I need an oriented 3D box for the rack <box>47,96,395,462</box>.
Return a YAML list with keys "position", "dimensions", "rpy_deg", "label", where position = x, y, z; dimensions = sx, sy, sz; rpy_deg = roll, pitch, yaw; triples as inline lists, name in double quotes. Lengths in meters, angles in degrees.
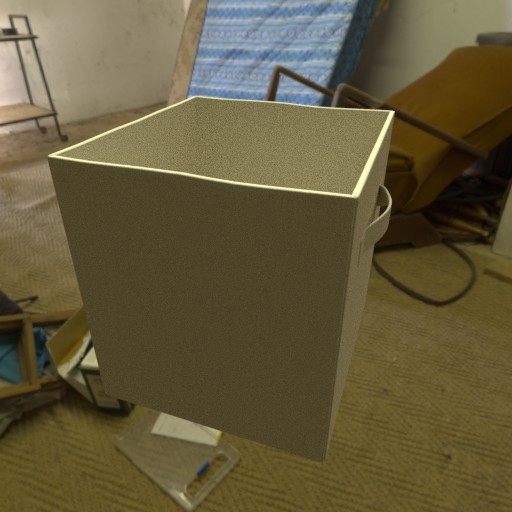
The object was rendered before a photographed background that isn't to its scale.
- position: [0.000, 0.000, 0.497]
  dimensions: [0.270, 0.280, 0.270]
  rpy_deg: [11, 32, 17]
  label: "rack"
